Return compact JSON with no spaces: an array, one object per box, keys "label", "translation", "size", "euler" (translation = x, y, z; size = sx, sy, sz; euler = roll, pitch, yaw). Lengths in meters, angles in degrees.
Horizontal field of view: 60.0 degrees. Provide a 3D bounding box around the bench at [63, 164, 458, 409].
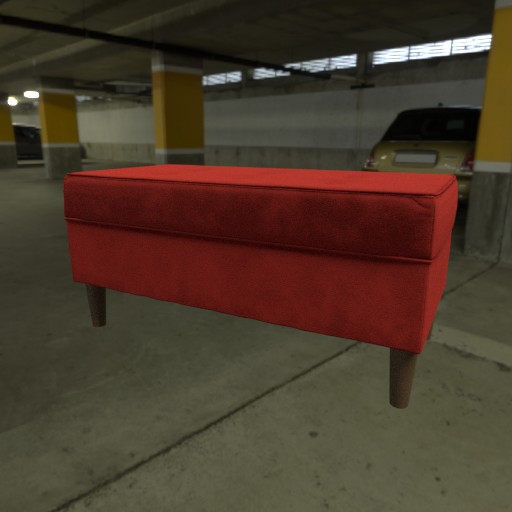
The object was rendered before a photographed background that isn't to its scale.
[{"label":"bench","translation":[0.000,0.000,1.285],"size":[1.016,0.471,0.492],"euler":[8,17,27]}]
